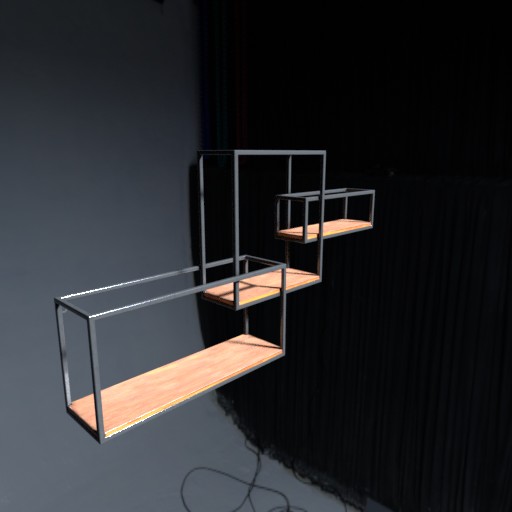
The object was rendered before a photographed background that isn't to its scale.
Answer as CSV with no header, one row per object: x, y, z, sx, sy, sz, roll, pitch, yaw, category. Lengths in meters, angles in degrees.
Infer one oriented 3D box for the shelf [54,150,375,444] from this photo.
0.000,0.000,2.099,0.275,0.972,1.781,13,18,43,shelf
